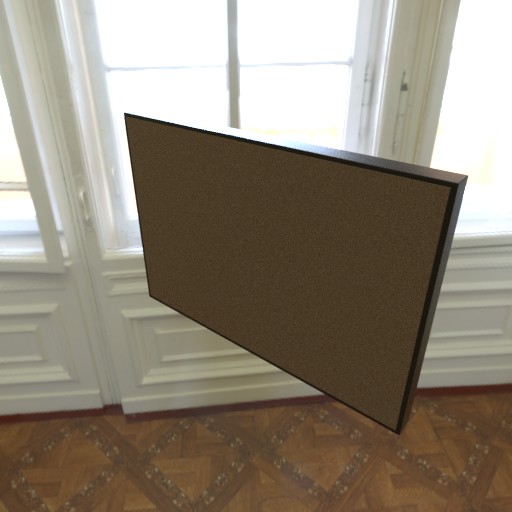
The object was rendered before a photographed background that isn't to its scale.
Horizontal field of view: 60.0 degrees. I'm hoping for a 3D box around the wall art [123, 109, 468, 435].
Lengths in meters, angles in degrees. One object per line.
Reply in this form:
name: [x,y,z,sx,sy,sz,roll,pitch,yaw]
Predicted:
wall art: [0.000,0.000,1.192,0.939,0.640,0.058,22,36,33]
